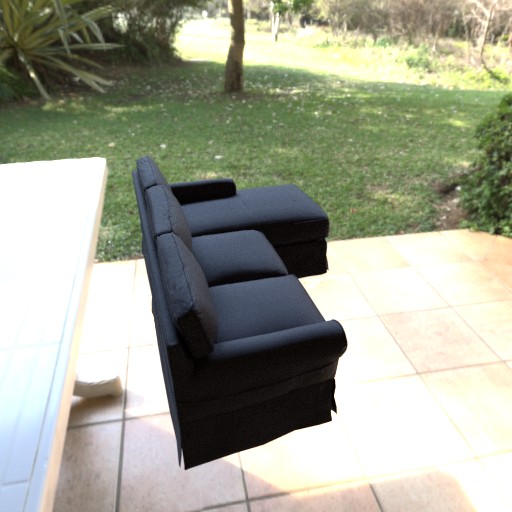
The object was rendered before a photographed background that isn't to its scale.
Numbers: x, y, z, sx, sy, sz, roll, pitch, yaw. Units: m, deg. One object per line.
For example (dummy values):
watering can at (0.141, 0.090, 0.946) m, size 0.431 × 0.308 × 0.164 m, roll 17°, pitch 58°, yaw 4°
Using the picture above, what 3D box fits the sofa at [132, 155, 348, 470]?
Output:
sofa at (0.000, 0.000, 3.356) m, size 1.637 × 1.039 × 2.518 m, roll -9°, pitch 31°, yaw -15°
